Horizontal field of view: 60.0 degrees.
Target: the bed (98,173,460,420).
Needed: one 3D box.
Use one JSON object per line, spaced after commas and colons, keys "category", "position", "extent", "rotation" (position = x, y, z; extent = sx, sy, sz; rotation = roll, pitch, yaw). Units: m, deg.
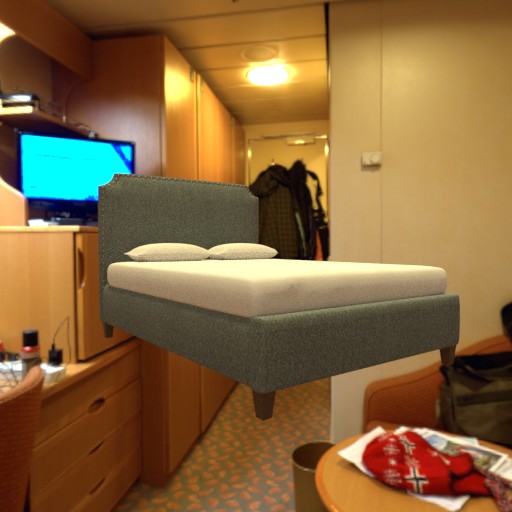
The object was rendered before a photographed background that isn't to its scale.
{"category": "bed", "position": [0.000, 0.000, 3.427], "extent": [1.712, 1.443, 2.372], "rotation": [-1, 2, -36]}
